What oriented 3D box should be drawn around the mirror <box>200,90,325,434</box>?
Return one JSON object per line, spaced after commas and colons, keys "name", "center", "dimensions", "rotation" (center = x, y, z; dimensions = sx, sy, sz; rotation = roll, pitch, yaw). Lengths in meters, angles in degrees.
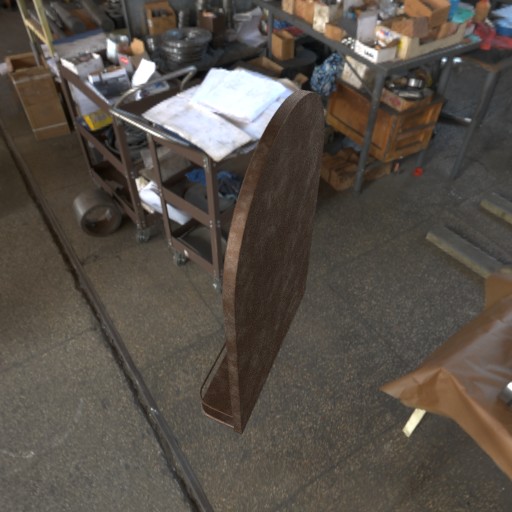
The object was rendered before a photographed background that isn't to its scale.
{"name": "mirror", "center": [0.000, 0.000, 1.030], "dimensions": [0.137, 0.770, 0.510], "rotation": [17, 49, 16]}
